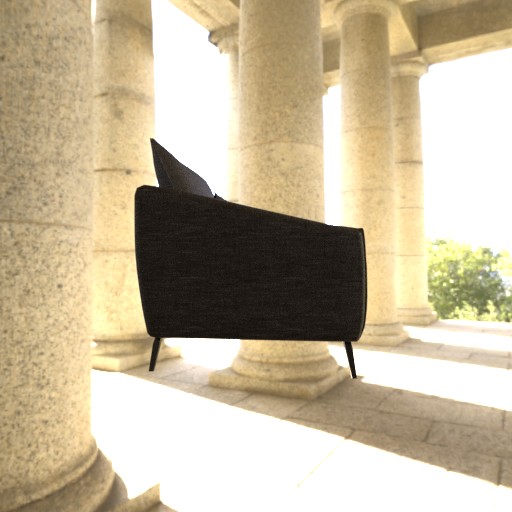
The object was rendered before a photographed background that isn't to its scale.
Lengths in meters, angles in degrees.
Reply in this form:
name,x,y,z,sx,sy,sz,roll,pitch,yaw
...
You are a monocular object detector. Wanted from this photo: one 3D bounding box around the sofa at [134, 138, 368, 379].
name,x,y,z,sx,sy,sz,roll,pitch,yaw
sofa,0.000,0.000,2.460,0.807,0.843,2.019,0,-1,2
